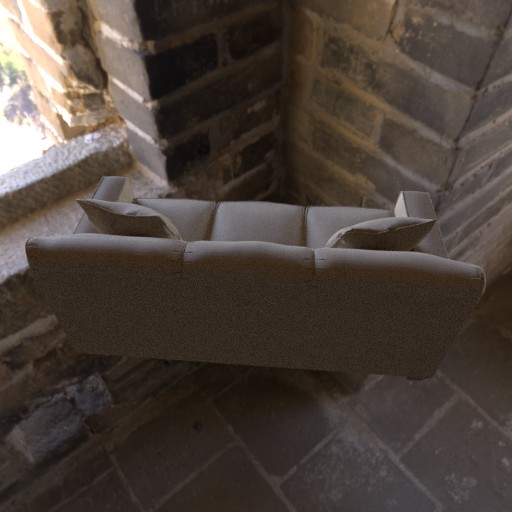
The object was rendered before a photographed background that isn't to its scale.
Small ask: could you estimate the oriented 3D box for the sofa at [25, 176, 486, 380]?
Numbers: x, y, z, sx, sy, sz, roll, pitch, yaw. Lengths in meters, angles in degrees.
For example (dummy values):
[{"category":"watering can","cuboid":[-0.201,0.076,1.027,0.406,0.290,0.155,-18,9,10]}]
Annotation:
[{"category":"sofa","cuboid":[0.000,0.000,2.524,2.024,0.958,0.997,3,47,3]}]
